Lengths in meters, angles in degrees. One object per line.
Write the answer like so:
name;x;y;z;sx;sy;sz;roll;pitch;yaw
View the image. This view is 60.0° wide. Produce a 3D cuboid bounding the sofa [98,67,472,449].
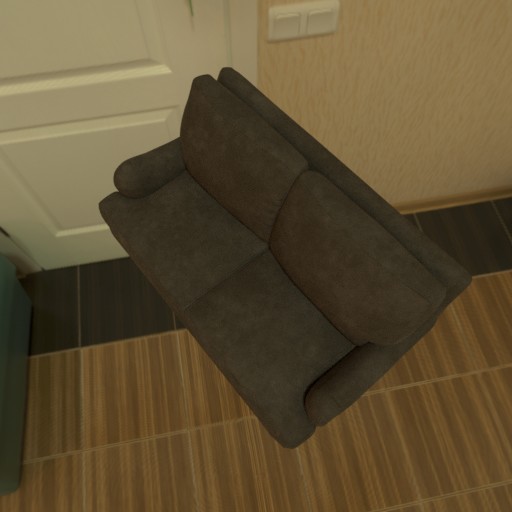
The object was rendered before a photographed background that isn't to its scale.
sofa;0.000;0.000;2.536;1.084;1.101;1.853;-37;69;-17
